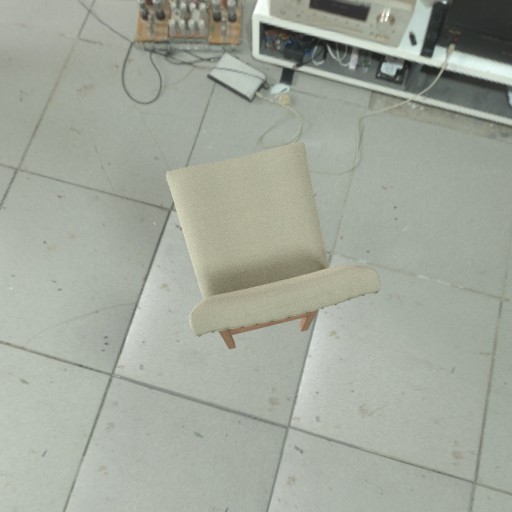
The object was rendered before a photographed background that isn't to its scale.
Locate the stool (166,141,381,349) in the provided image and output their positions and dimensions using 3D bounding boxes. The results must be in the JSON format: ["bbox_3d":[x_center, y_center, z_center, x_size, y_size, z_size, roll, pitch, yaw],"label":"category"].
[{"bbox_3d":[0.000,0.000,1.443,0.428,1.143,0.546,-13,76,-3],"label":"stool"}]
